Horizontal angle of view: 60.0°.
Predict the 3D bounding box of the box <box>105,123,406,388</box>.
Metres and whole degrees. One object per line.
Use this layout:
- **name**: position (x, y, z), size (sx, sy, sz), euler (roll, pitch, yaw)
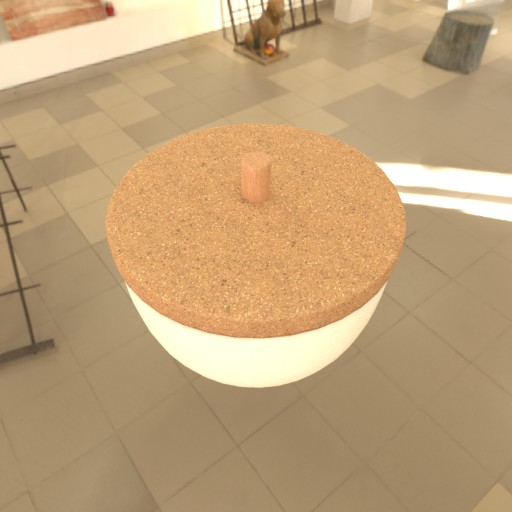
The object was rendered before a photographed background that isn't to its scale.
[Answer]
- **box**: position (0.000, 0.000, 0.183), size (0.107, 0.094, 0.107), euler (0, 47, 0)
